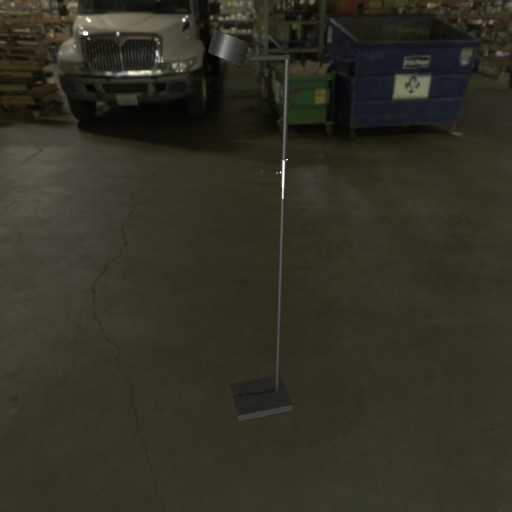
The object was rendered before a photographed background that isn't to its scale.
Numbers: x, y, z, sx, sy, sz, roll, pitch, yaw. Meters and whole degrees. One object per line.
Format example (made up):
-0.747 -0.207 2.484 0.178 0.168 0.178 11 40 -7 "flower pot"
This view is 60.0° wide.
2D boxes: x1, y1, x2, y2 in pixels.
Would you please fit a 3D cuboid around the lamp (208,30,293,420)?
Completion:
0.000 0.000 1.756 0.304 1.600 0.203 -7 30 -13 "lamp"
